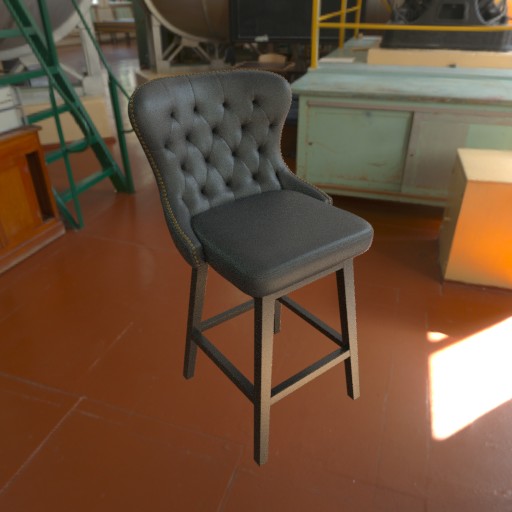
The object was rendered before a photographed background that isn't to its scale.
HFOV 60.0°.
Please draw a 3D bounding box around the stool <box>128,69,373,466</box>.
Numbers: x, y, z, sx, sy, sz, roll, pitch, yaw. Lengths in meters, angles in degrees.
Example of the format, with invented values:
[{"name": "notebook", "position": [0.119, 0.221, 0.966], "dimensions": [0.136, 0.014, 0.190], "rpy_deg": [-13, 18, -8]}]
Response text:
[{"name": "stool", "position": [0.000, 0.000, 1.335], "dimensions": [0.528, 0.971, 0.593], "rpy_deg": [-21, 37, -32]}]
